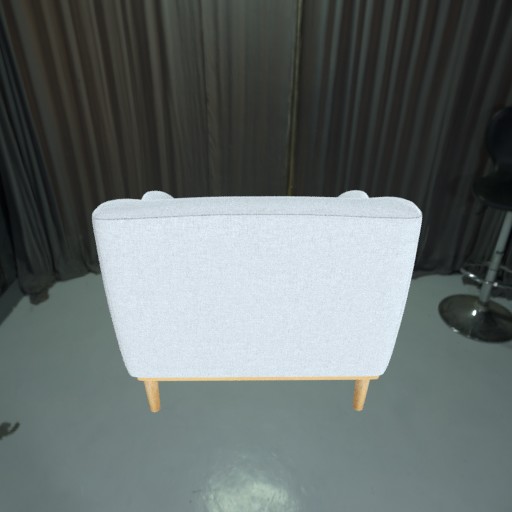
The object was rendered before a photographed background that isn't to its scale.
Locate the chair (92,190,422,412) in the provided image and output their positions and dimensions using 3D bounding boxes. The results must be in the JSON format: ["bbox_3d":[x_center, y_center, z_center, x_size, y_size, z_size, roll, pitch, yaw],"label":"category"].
[{"bbox_3d":[0.000,0.000,1.650,0.946,0.818,0.951,0,31,0],"label":"chair"}]
